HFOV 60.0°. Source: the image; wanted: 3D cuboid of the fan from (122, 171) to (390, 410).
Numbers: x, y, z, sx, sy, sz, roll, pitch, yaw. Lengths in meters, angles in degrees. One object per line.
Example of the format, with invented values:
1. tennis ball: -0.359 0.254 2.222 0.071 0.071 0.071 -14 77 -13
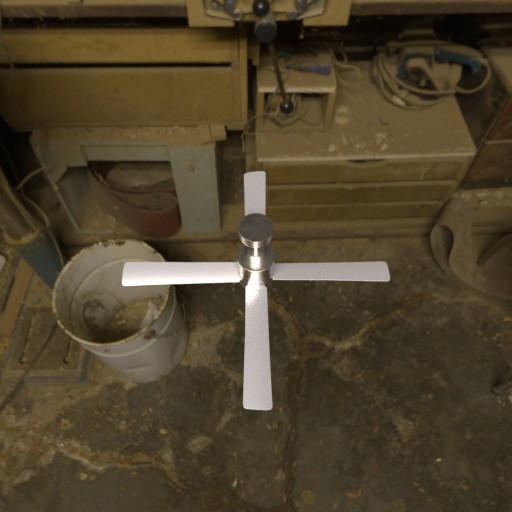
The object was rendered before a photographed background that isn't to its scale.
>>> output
1. fan: 0.000 0.000 2.391 1.525 0.539 1.525 0 59 0
